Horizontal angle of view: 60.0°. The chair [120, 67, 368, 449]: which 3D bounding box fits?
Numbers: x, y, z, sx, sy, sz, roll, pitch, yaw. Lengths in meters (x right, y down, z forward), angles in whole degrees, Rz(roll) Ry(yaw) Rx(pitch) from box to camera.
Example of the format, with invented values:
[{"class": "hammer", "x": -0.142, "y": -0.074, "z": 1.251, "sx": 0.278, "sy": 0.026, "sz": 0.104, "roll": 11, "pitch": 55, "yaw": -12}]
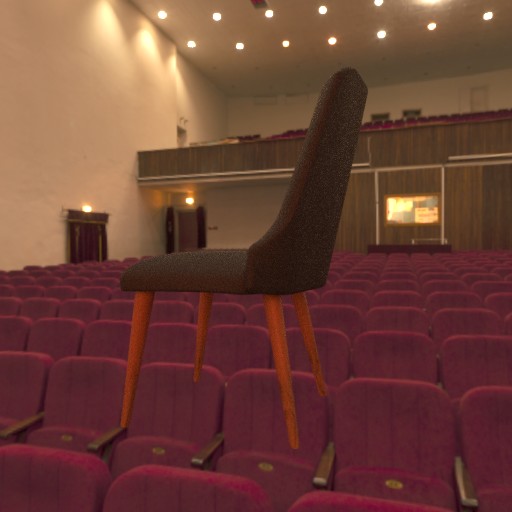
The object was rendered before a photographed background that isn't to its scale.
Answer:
[{"class": "chair", "x": 0.000, "y": 0.000, "z": 1.160, "sx": 0.567, "sy": 0.820, "sz": 0.504, "roll": 0, "pitch": 0, "yaw": 18}]
